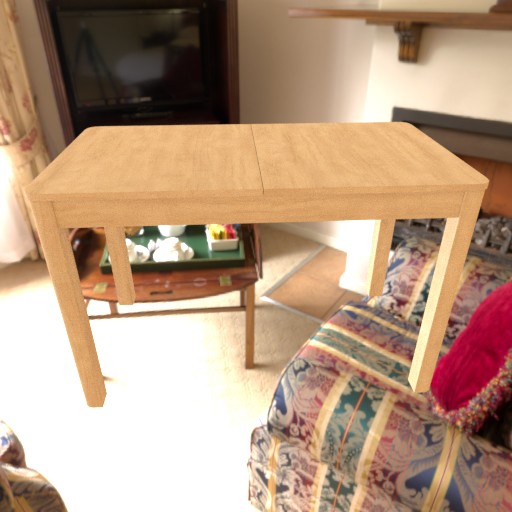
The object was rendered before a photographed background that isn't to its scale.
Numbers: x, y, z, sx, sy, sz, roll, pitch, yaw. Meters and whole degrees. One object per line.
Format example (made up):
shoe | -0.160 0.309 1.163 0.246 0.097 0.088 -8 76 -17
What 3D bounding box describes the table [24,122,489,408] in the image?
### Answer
table | 0.000 0.000 1.849 1.400 0.900 0.750 -2 31 -3
